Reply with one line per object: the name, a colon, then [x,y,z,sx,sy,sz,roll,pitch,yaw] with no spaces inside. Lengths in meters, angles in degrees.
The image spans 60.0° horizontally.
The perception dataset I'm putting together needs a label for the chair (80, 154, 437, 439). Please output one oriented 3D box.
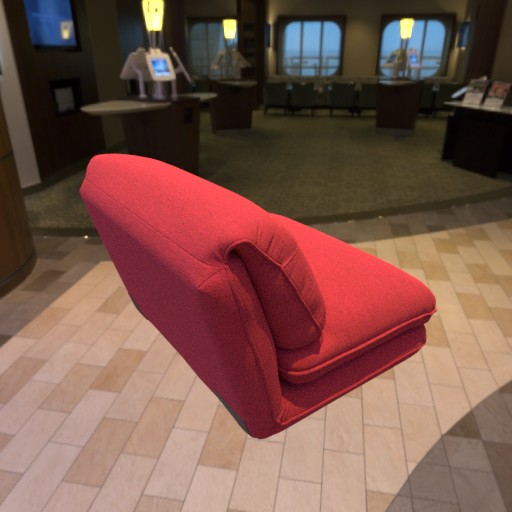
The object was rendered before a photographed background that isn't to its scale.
chair: [0.000,0.000,1.340,0.780,0.580,0.820,-17,30,-32]
